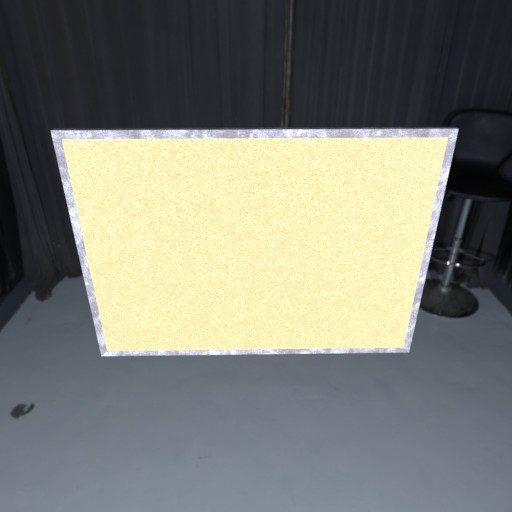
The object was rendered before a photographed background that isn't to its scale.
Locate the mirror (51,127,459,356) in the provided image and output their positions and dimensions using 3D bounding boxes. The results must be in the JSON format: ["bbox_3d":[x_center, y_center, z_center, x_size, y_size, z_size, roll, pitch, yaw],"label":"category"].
[{"bbox_3d":[0.000,0.000,1.400,1.101,0.795,0.022,-1,29,-1],"label":"mirror"}]
